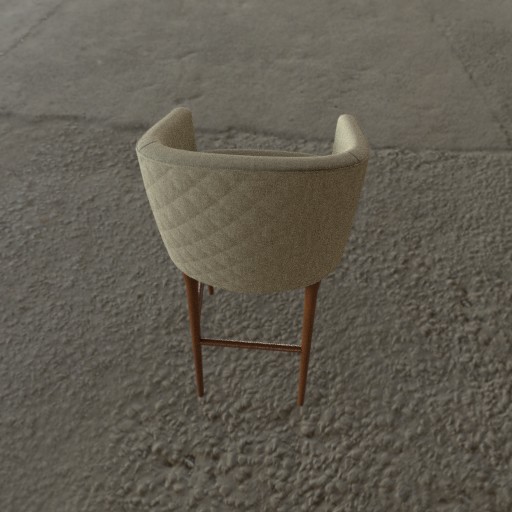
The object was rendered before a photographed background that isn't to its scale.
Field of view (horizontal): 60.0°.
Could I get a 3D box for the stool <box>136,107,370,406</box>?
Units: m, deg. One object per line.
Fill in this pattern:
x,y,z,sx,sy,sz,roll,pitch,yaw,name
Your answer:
0.000,0.000,1.423,0.559,1.078,0.607,4,46,4,stool
